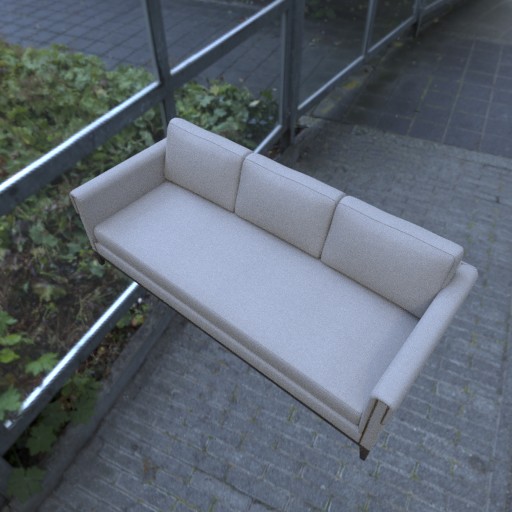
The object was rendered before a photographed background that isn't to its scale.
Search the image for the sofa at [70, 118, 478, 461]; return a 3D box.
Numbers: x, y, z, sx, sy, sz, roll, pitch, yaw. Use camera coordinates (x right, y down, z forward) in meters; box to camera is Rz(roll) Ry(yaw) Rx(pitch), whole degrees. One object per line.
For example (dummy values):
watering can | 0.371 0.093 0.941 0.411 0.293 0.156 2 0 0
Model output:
sofa | 0.000 0.000 2.663 2.210 0.838 0.959 30 53 26
